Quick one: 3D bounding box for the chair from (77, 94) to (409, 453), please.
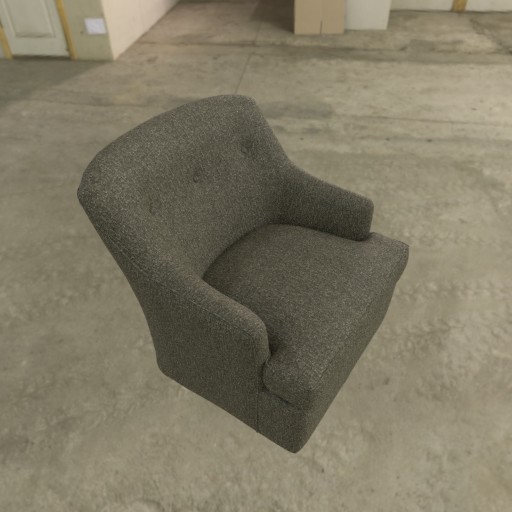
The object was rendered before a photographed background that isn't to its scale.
[{"bbox_3d":[0.000,0.000,1.629,0.923,0.856,0.864,25,47,25],"label":"chair"}]
